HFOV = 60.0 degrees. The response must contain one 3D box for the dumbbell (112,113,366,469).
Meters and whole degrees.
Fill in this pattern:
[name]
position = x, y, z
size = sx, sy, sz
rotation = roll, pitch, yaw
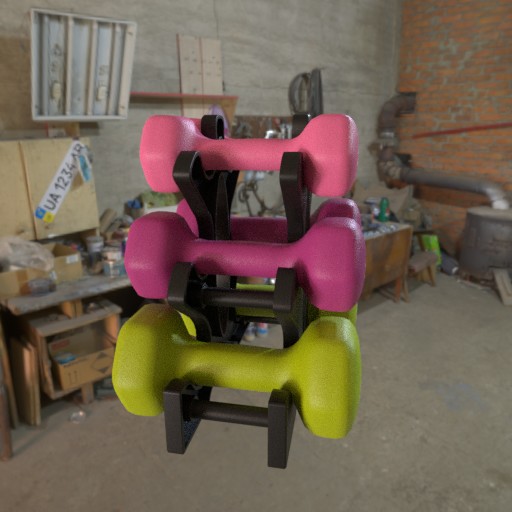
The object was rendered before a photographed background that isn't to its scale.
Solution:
[dumbbell]
position = 0.000, 0.000, 0.429
size = 0.203, 0.261, 0.257
rotation = 3, 16, 11
